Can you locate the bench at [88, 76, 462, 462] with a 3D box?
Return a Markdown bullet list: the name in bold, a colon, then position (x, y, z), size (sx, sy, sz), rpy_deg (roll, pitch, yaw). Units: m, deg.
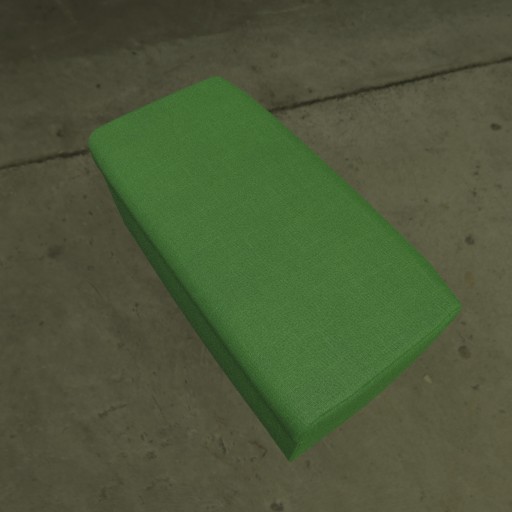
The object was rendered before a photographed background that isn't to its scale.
- **bench**: position (0.000, 0.000, 1.289), size (0.505, 0.501, 0.989), rpy_deg (-32, 64, -18)
